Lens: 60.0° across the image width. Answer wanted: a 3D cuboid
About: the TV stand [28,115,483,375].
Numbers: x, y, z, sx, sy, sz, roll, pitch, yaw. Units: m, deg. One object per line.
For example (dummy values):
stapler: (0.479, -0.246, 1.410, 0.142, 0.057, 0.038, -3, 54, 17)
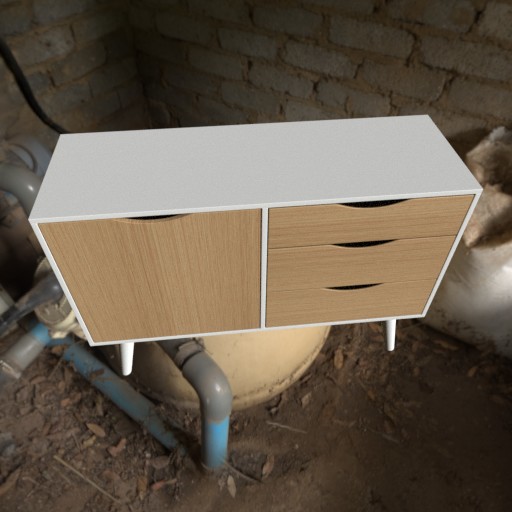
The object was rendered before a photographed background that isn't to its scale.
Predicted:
TV stand: (0.000, 0.000, 1.588, 1.193, 0.812, 0.406, -4, 46, -4)
